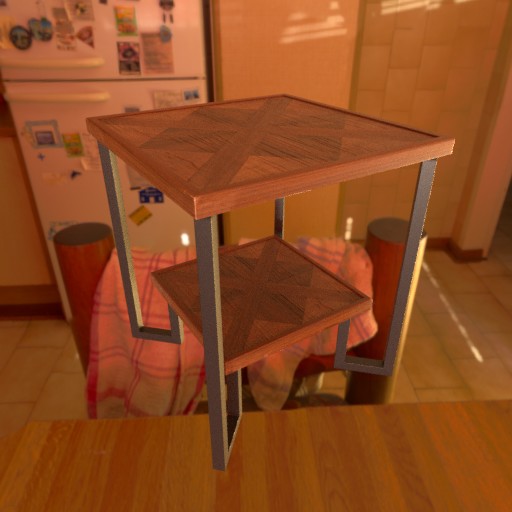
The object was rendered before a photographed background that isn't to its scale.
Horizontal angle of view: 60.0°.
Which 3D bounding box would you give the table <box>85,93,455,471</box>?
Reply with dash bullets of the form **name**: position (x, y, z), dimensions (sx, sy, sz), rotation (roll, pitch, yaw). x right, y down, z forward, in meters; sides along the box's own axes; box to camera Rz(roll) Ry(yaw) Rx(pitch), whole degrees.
- **table**: position (0.000, 0.000, 0.976), dimensions (0.503, 0.563, 0.503), rotation (-18, 35, -28)
